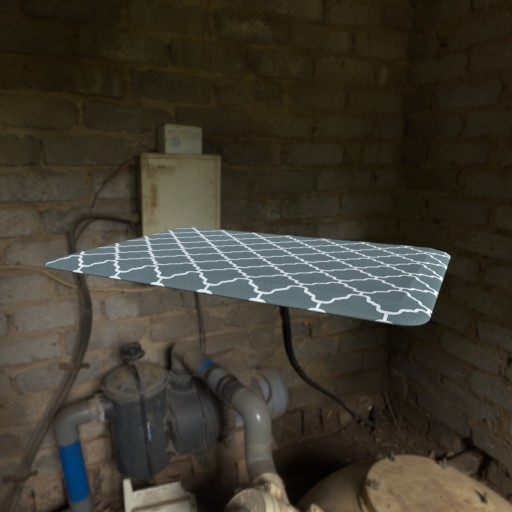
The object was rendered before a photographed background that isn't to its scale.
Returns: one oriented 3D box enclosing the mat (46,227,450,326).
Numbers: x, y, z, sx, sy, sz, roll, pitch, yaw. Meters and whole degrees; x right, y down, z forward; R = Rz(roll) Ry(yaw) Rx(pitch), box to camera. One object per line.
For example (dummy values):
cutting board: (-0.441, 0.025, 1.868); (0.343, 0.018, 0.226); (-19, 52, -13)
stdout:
mat: (0.000, 0.000, 0.974); (0.762, 0.021, 0.508); (6, 14, 26)
